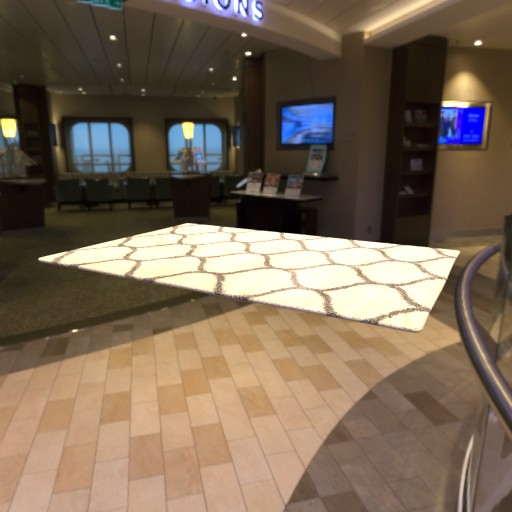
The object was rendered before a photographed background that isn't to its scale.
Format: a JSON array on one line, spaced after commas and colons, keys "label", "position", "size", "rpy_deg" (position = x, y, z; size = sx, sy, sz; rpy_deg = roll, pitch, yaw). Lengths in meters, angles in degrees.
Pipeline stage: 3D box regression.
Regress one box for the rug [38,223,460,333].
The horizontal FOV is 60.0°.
[{"label": "rug", "position": [0.000, 0.000, 3.386], "size": [2.701, 0.026, 1.801], "rpy_deg": [8, 16, 28]}]
